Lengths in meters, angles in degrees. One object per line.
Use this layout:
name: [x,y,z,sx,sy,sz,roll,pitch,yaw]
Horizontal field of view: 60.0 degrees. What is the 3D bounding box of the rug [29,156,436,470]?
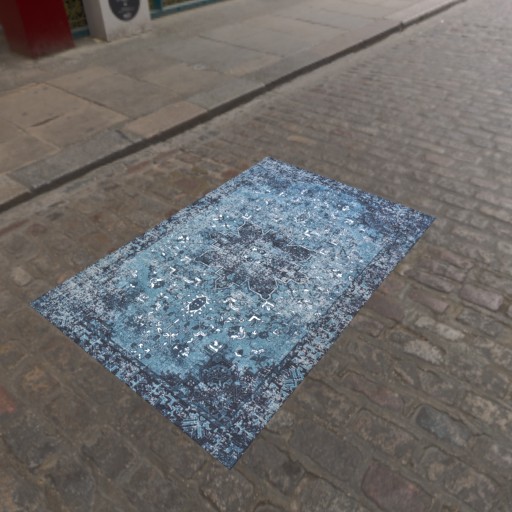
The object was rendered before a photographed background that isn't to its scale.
rug: [0.000,0.000,2.295,1.219,0.005,1.828,27,47,28]
